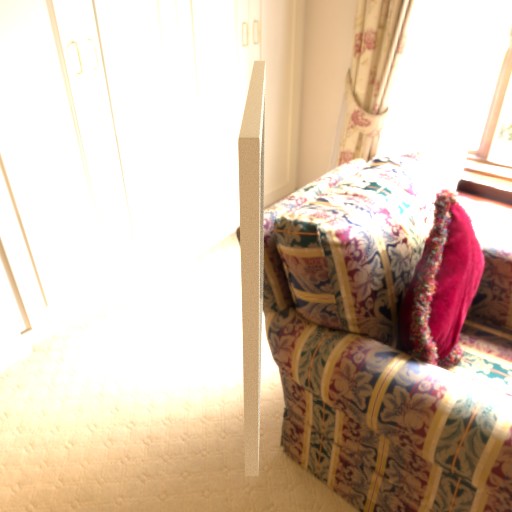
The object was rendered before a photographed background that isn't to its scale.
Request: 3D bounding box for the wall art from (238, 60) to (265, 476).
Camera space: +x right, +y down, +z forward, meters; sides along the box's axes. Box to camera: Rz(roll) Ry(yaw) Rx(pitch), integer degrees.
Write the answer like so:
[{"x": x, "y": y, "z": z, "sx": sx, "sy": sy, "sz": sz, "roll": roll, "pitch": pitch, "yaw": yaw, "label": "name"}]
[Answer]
[{"x": 0.000, "y": 0.000, "z": 0.738, "sx": 0.020, "sy": 0.536, "sz": 0.444, "roll": 1, "pitch": 32, "yaw": 1, "label": "wall art"}]
